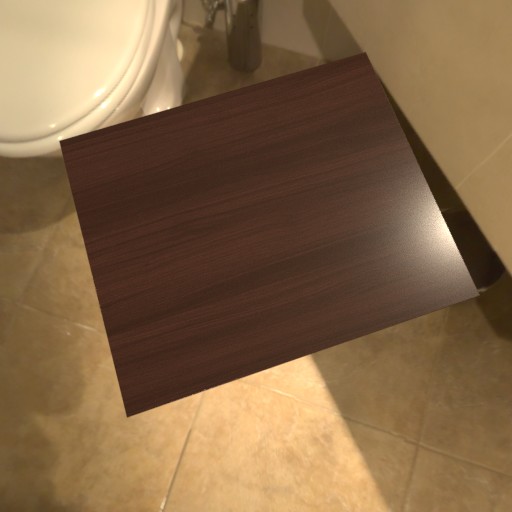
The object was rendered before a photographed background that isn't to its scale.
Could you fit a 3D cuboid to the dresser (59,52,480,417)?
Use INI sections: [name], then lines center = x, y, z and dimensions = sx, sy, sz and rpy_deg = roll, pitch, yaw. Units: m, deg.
[dresser]
center = 0.000, 0.000, 0.743
dimensions = 0.400, 0.470, 0.360
rpy_deg = -18, 76, -5
